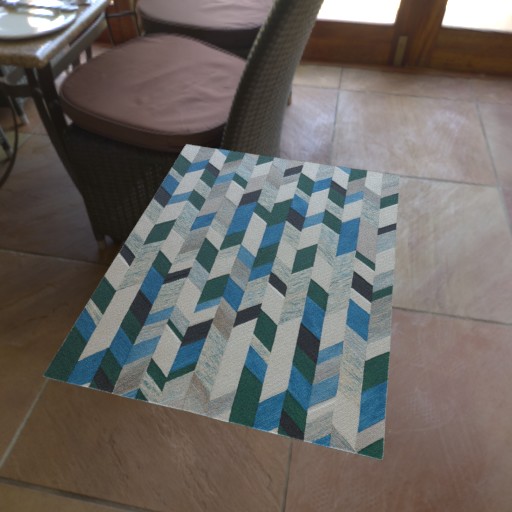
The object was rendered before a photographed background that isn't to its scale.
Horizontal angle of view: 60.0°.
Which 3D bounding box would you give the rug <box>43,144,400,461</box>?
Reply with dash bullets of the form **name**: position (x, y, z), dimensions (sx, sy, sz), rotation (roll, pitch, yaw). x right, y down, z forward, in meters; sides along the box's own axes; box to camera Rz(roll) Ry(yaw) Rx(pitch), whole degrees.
- **rug**: position (0.000, 0.000, 3.990), dimensions (2.440, 0.008, 3.036), rotation (10, 49, 9)
